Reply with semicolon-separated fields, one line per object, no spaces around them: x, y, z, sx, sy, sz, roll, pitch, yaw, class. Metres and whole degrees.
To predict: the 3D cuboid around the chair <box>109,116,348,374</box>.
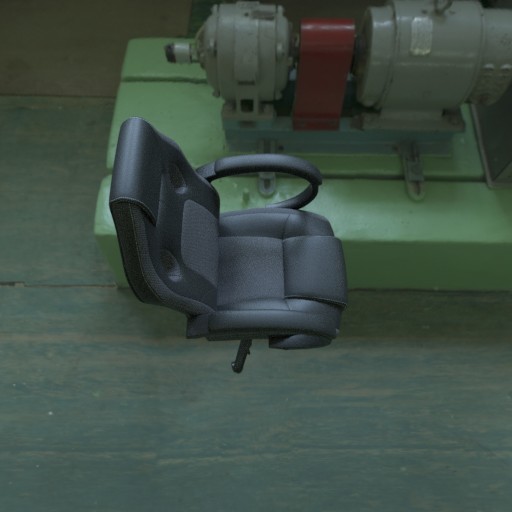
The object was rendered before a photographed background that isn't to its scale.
0.000;0.000;1.632;0.724;1.187;0.673;-1;64;0;chair
